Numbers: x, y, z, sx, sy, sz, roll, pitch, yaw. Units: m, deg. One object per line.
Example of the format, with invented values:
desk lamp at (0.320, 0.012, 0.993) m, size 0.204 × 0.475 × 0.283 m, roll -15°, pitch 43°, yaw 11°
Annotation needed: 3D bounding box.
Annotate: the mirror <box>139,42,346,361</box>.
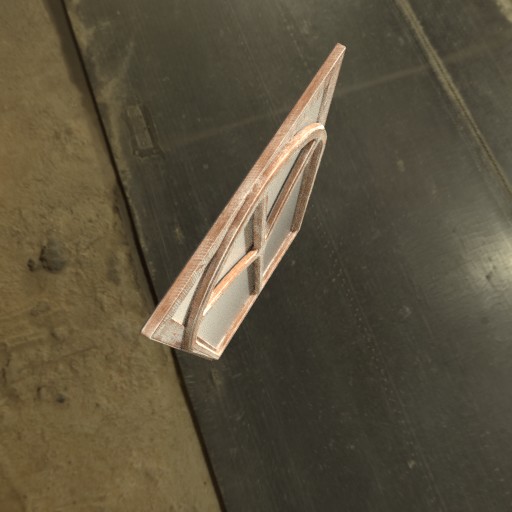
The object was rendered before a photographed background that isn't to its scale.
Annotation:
mirror at (0.000, 0.000, 0.971) m, size 0.058 × 0.787 × 0.495 m, roll 31°, pitch 77°, yaw 8°
